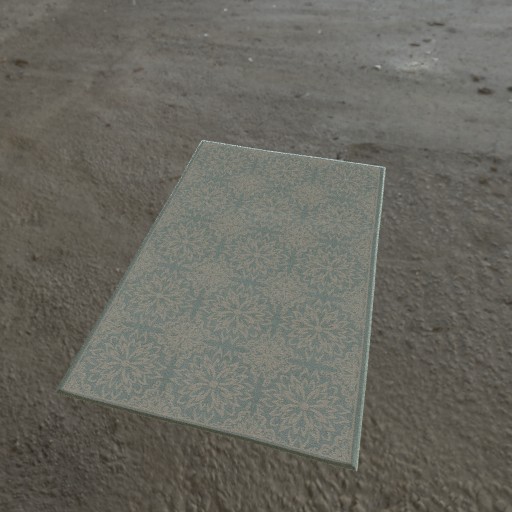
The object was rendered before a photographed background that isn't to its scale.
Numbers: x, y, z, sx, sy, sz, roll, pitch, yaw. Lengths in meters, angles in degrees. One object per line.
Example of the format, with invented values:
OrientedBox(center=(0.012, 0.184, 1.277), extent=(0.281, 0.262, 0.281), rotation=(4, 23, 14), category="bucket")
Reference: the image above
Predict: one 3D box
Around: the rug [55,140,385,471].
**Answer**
OrientedBox(center=(0.000, 0.000, 2.290), extent=(1.219, 0.012, 1.840), rotation=(11, 49, 9), category="rug")
